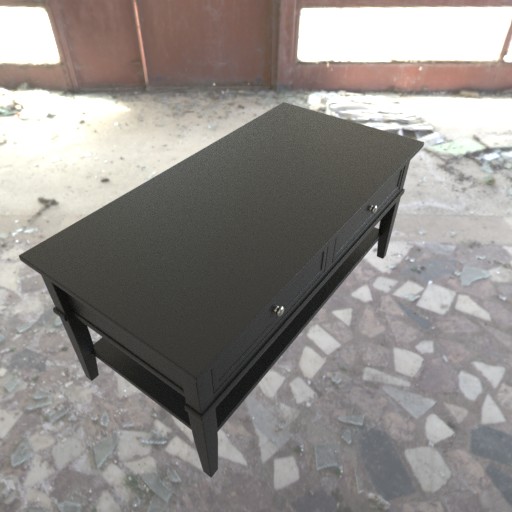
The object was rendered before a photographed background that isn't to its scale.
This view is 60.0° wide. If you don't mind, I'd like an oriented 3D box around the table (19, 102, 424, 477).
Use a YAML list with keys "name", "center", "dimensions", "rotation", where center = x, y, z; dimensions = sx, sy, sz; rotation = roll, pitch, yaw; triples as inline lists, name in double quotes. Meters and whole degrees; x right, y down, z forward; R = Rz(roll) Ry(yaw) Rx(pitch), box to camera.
- name: "table"
  center: [0.000, 0.000, 1.323]
  dimensions: [0.523, 0.470, 1.044]
  rotation: [26, 48, 26]
